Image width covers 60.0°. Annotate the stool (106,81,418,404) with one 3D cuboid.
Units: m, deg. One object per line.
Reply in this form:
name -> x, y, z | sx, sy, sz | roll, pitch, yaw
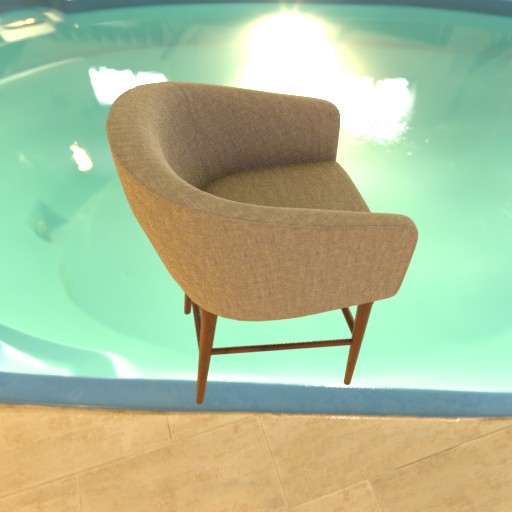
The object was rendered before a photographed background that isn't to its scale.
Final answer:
stool -> 0.000, 0.000, 1.306 | 0.635, 0.952, 0.559 | -9, 48, -8
